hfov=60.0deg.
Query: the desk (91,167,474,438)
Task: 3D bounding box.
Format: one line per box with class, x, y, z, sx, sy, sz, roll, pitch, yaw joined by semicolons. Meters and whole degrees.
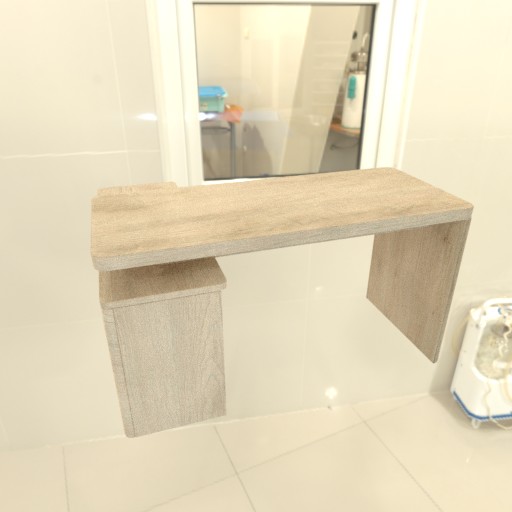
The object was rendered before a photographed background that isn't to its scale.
desk;0.000;0.000;2.160;1.400;0.770;1.175;-8;28;-16
